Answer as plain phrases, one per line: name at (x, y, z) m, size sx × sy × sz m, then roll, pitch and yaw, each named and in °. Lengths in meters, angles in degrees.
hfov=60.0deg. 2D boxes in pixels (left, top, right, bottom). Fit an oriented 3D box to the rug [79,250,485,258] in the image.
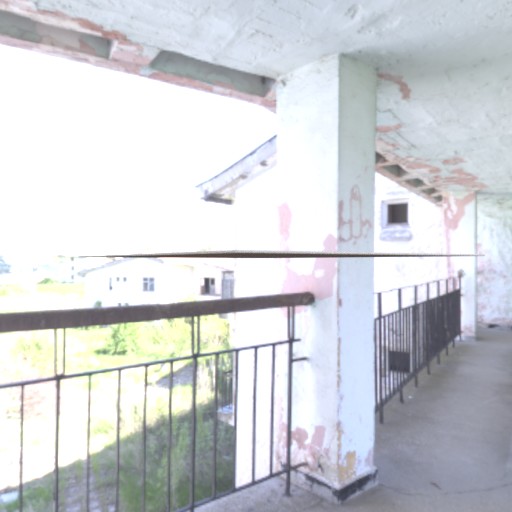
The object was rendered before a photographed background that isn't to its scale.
rug at (0.000, 0.000, 4.156) m, size 2.441 × 0.015 × 3.050 m, roll 0°, pitch -1°, yaw -36°
